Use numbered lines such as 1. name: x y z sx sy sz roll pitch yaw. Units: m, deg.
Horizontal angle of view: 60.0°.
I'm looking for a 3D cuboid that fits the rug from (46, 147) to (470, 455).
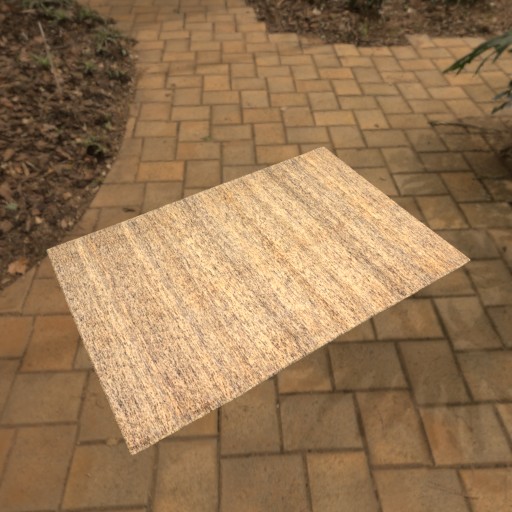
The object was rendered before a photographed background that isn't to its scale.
1. rug: 0.000 0.000 2.310 1.846 0.014 1.243 -24 51 -21
